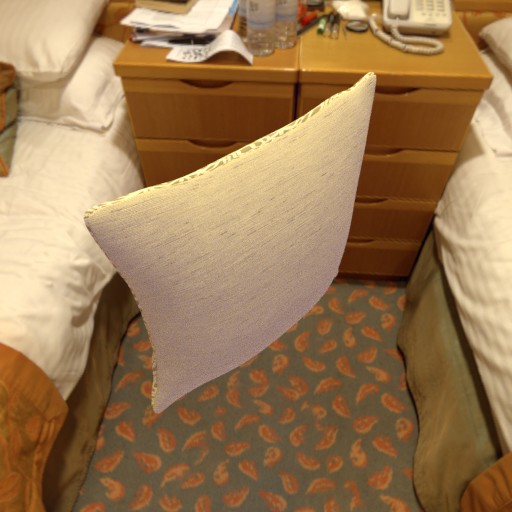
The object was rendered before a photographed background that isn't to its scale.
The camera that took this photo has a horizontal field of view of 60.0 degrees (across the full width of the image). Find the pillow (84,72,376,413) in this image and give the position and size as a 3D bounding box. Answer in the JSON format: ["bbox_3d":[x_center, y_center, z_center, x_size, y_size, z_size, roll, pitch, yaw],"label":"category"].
[{"bbox_3d":[0.000,0.000,0.655,0.438,0.421,0.167,-33,55,-27],"label":"pillow"}]
